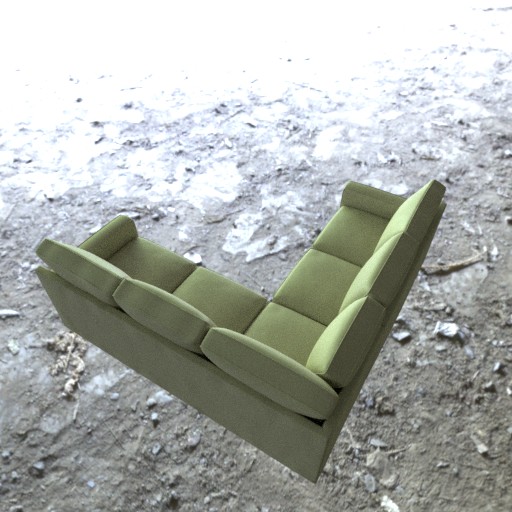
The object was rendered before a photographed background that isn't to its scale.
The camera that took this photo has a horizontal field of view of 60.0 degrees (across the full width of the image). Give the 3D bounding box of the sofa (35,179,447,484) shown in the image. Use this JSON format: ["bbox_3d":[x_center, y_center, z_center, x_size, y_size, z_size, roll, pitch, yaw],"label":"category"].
[{"bbox_3d":[0.000,0.000,3.392,2.189,0.939,2.182,24,51,21],"label":"sofa"}]
